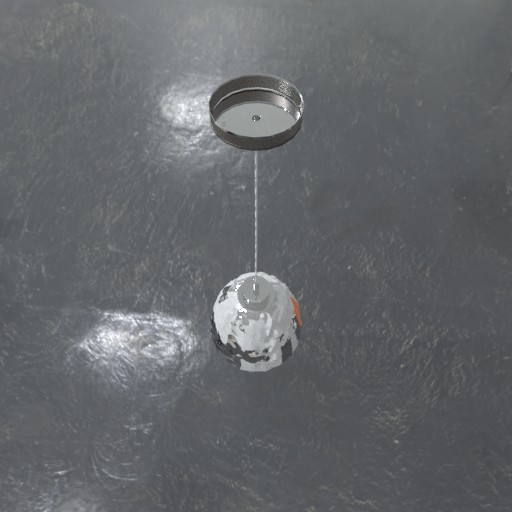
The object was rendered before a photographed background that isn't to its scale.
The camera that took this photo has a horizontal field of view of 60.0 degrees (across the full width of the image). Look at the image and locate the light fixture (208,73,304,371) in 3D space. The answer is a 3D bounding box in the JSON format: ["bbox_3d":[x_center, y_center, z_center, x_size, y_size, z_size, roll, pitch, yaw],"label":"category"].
[{"bbox_3d":[0.000,0.000,1.806,0.496,1.511,0.500,-13,59,-8],"label":"light fixture"}]
